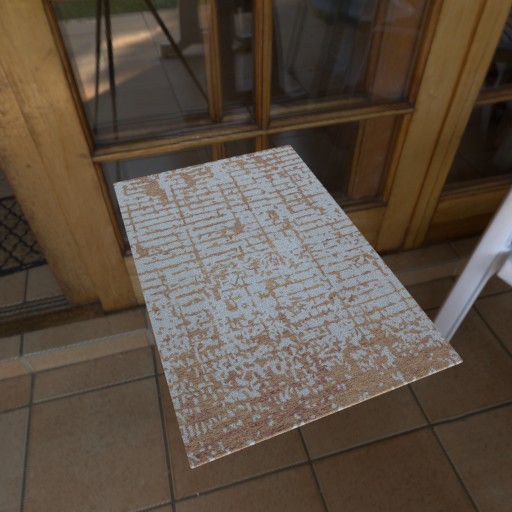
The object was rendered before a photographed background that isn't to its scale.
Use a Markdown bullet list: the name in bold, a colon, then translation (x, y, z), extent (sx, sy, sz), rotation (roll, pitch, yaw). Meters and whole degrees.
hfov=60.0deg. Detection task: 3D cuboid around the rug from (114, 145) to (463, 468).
- **rug**: translation (0.000, 0.000, 2.357), extent (1.219, 0.011, 1.829), rotation (-16, 48, -14)
